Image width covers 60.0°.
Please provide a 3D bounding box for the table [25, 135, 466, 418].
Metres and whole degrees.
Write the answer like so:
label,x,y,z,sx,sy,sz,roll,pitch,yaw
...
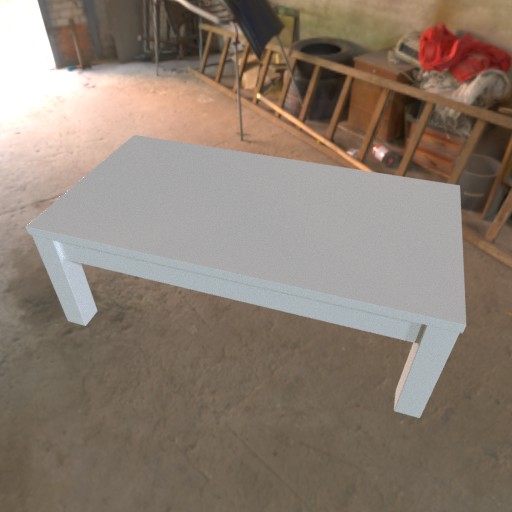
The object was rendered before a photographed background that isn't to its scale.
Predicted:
label,x,y,z,sx,sy,sz,roll,pitch,yaw
table,0.000,0.000,1.689,1.350,0.470,0.700,12,42,13
